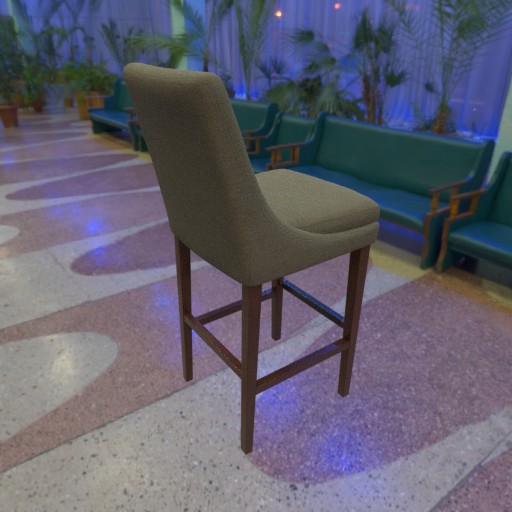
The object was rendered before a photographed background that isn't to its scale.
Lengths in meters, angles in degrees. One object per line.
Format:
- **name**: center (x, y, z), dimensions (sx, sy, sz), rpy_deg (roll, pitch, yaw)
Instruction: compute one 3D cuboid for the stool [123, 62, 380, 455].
- **stool**: center (0.000, 0.000, 1.347), dimensions (0.577, 1.078, 0.470), rpy_deg (-18, 32, -31)
